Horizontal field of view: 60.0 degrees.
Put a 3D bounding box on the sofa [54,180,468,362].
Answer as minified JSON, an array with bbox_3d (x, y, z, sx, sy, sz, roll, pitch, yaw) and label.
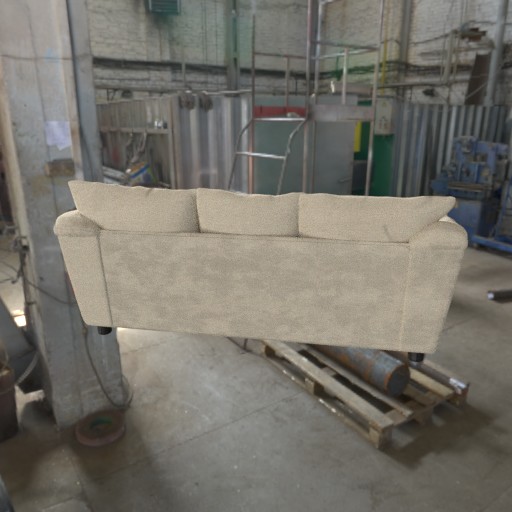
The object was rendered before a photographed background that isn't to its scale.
[{"bbox_3d":[0.000,0.000,2.832,2.377,0.981,0.893,3,17,10],"label":"sofa"}]
